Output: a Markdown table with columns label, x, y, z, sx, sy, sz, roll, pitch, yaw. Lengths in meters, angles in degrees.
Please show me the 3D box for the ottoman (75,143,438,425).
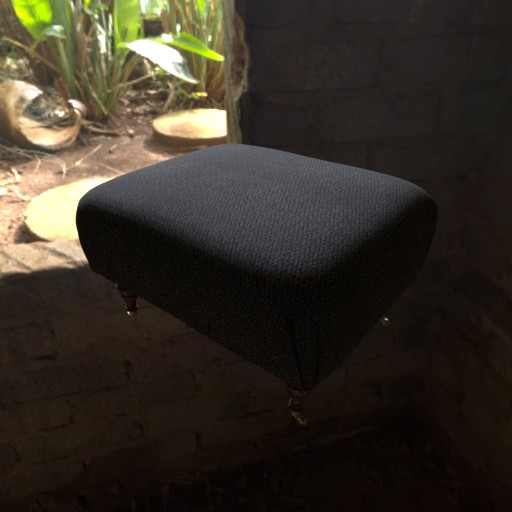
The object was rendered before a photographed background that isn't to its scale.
| label | x | y | z | sx | sy | sz | roll | pitch | yaw |
| --- | --- | --- | --- | --- | --- | --- | --- | --- | --- |
| ottoman | 0.000 | 0.000 | 1.164 | 0.747 | 0.450 | 0.622 | 22 | 37 | 32 |
